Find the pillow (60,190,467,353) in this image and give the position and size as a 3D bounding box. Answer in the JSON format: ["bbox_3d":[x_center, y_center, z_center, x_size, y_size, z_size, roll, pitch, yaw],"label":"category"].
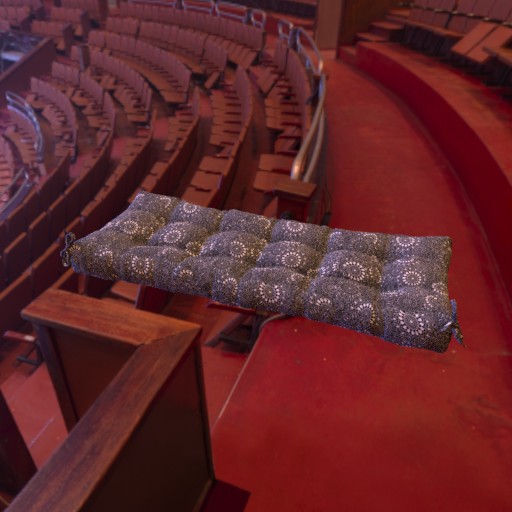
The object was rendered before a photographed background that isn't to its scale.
[{"bbox_3d":[0.000,0.000,1.362,1.194,0.174,0.511,10,33,16],"label":"pillow"}]
